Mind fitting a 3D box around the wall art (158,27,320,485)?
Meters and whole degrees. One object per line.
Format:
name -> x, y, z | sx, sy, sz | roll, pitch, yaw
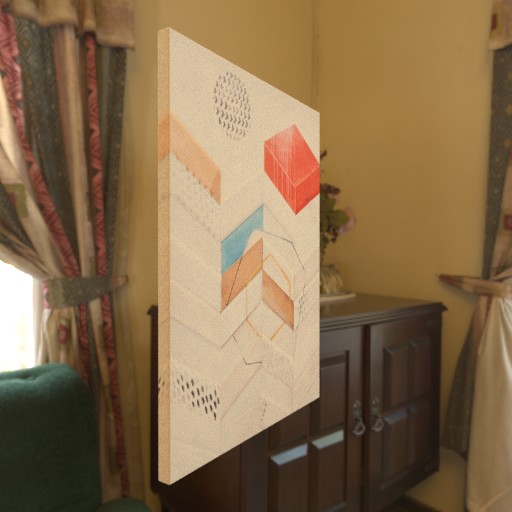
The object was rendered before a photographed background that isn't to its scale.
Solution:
wall art -> 0.000, 0.000, 1.080 | 0.036, 0.848, 0.613 | 0, 0, 35
